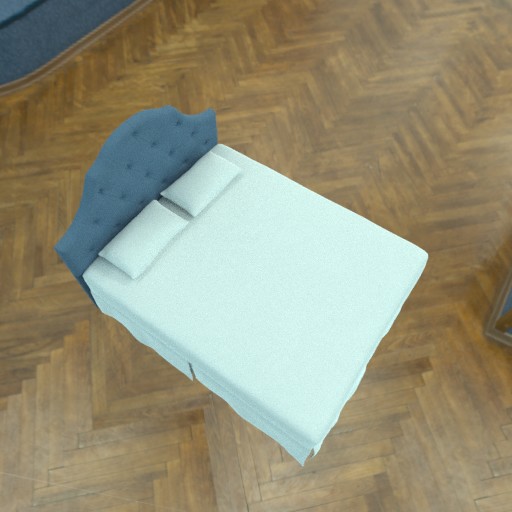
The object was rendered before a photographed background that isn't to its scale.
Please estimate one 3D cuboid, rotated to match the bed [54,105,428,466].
[{"bbox_3d":[0.000,0.000,3.703,2.477,1.617,2.039,31,64,17],"label":"bed"}]
